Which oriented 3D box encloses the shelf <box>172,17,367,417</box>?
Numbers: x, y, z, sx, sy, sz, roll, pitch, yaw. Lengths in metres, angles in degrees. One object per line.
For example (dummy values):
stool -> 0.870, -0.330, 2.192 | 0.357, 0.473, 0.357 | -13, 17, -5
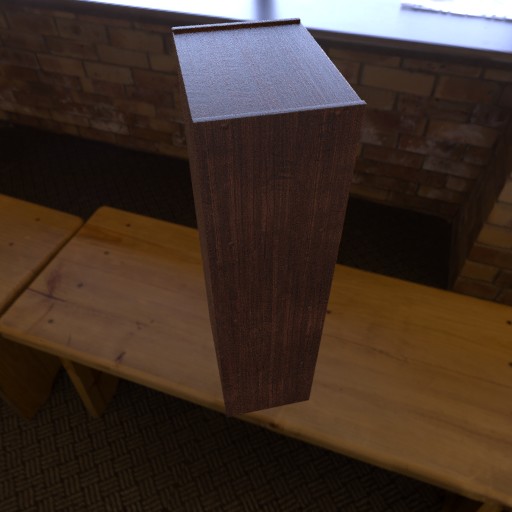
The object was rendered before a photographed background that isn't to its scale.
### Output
shelf -> 0.000, 0.000, 1.254 | 0.290, 1.099, 0.415 | -9, 47, -8
